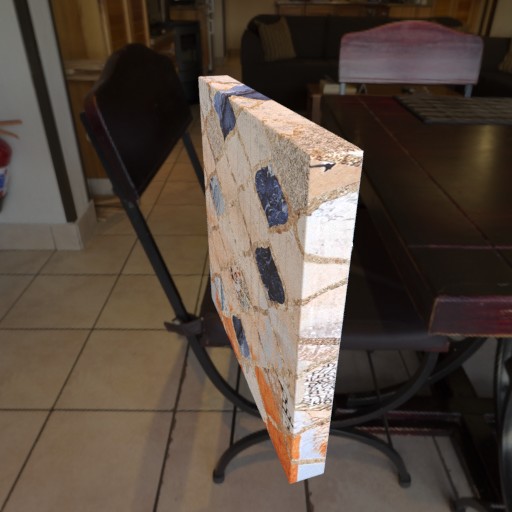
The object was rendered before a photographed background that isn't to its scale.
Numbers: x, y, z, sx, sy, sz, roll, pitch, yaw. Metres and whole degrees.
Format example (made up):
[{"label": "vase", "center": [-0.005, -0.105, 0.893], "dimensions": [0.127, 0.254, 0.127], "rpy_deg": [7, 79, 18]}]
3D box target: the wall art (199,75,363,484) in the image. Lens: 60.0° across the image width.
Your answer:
[{"label": "wall art", "center": [0.000, 0.000, 0.452], "dimensions": [0.036, 0.304, 0.303], "rpy_deg": [-9, 31, -16]}]
